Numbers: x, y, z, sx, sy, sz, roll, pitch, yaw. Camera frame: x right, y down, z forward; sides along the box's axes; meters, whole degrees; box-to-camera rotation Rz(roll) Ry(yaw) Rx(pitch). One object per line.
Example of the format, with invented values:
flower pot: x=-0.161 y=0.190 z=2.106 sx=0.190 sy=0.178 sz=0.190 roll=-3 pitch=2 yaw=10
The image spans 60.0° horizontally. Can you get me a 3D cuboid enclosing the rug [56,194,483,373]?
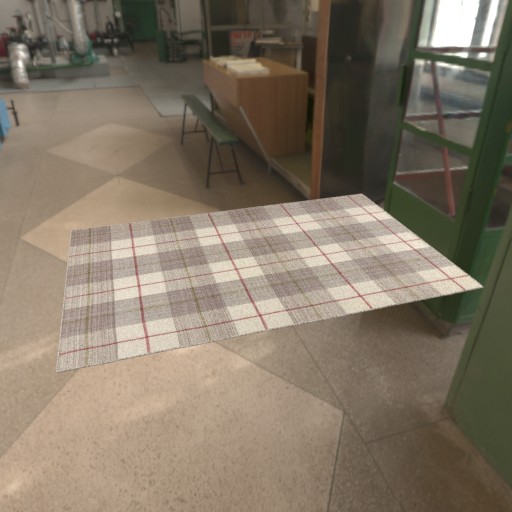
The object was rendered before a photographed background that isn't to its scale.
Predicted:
rug: x=0.000 y=0.000 z=3.043 sx=2.464 sy=0.010 sz=1.549 roll=-9 pitch=32 yaw=-15
